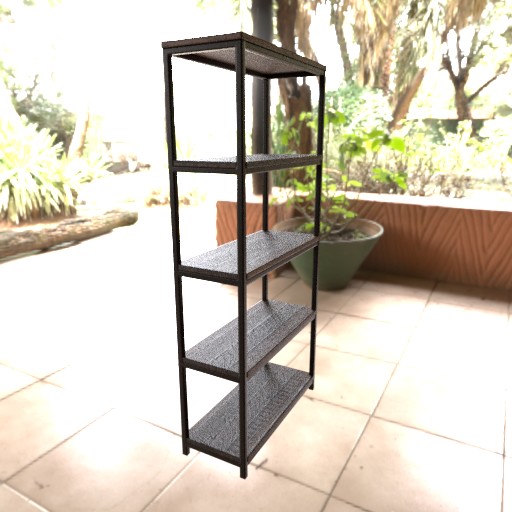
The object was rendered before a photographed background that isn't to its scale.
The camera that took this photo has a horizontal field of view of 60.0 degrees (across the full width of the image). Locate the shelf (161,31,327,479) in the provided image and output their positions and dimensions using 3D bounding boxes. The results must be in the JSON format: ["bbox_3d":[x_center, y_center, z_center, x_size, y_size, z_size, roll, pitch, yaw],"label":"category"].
[{"bbox_3d":[0.000,0.000,2.228,0.359,1.860,0.874,8,17,27],"label":"shelf"}]
